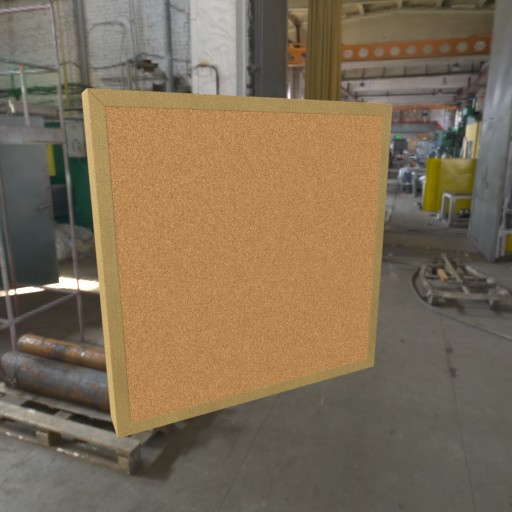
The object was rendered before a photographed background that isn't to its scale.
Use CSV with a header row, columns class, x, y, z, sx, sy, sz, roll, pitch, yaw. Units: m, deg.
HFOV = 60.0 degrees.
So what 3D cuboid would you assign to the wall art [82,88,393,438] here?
class,x,y,z,sx,sy,sz,roll,pitch,yaw
wall art,0.000,0.000,0.455,0.305,0.305,0.038,-7,16,-26
